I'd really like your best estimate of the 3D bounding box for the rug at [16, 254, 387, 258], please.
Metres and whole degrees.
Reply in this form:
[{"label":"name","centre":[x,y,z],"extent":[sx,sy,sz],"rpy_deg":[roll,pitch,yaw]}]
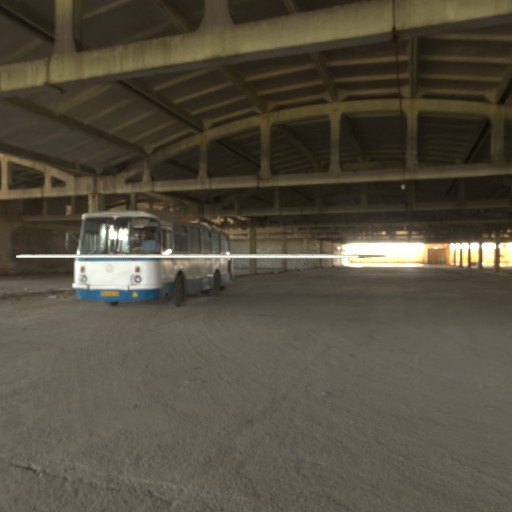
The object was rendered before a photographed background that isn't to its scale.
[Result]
[{"label":"rug","centre":[0.000,0.000,3.404],"extent":[1.819,0.018,2.746],"rpy_deg":[0,0,19]}]
